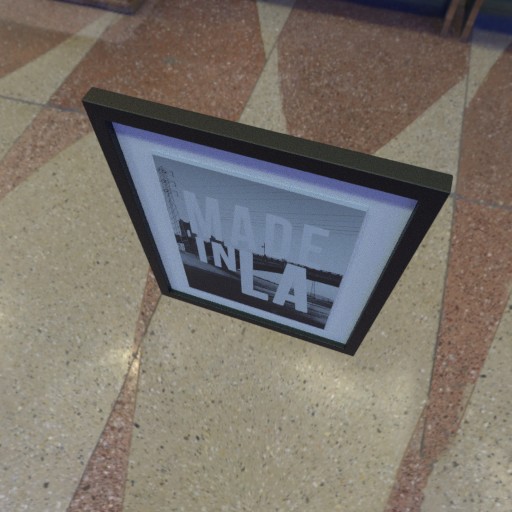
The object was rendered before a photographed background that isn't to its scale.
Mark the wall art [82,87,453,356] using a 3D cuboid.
[{"bbox_3d":[0.000,0.000,0.765,0.457,0.559,0.028,17,61,10],"label":"wall art"}]
